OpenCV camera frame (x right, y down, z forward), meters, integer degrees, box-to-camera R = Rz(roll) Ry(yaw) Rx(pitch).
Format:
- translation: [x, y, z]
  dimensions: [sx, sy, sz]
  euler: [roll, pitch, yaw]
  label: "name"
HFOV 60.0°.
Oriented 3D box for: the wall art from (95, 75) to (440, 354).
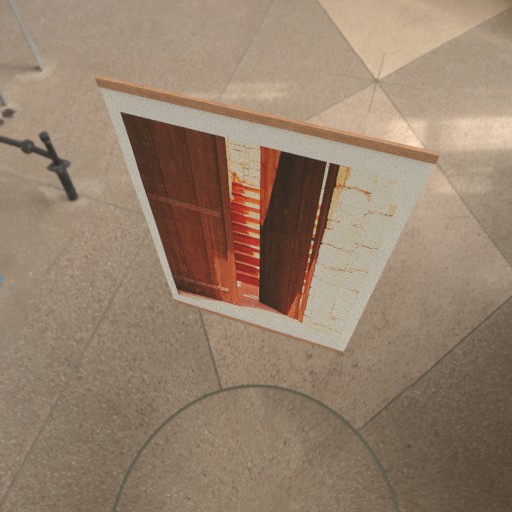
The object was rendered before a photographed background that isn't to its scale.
- translation: [0.000, 0.000, 1.893]
  dimensions: [1.019, 1.527, 0.019]
  euler: [16, 59, 10]
  label: "wall art"
